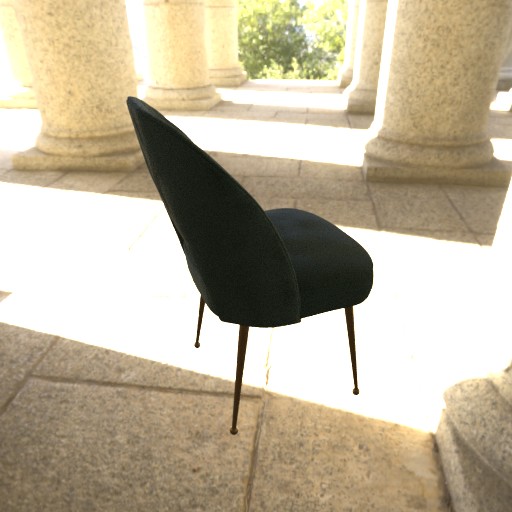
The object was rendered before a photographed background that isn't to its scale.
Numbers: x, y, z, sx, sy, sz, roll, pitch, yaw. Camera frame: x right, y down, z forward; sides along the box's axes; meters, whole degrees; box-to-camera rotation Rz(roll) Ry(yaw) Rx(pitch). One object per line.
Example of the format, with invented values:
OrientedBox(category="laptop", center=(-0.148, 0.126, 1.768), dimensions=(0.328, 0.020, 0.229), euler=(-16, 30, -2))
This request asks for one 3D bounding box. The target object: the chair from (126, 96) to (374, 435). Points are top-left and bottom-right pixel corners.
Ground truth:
OrientedBox(category="chair", center=(0.000, 0.000, 1.232), dimensions=(0.577, 0.860, 0.527), euler=(-11, 30, -19))
